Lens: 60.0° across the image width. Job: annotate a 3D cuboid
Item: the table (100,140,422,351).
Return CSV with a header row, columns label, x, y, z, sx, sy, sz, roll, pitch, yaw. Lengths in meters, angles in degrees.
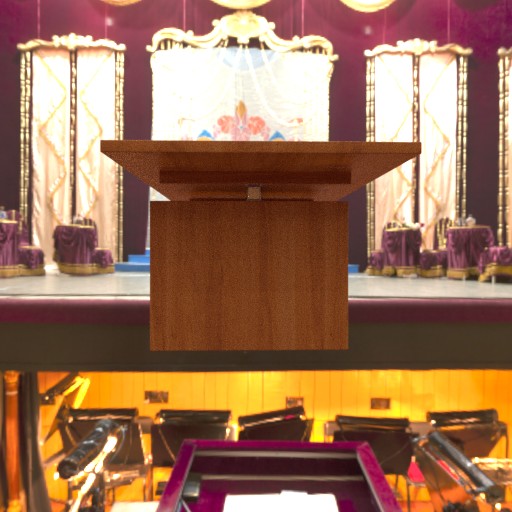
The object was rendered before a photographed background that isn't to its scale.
label,x,y,z,sx,sy,sz,roll,pitch,yaw
table,0.000,0.000,1.514,0.700,0.510,1.100,0,0,-1
